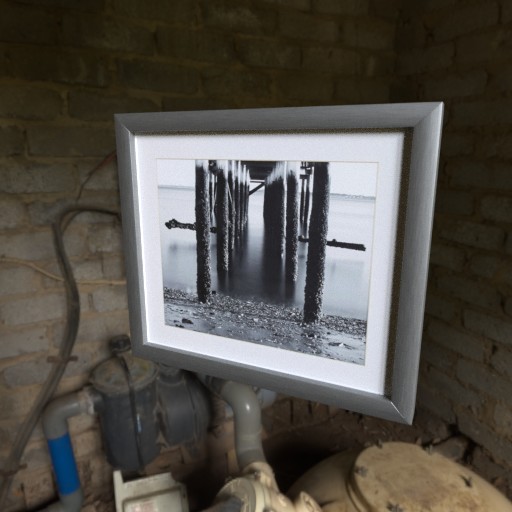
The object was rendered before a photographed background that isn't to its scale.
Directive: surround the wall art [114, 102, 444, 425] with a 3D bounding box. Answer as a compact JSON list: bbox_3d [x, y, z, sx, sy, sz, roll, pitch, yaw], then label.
[{"bbox_3d":[0.000,0.000,0.525,0.380,0.330,0.028,7,15,24],"label":"wall art"}]
